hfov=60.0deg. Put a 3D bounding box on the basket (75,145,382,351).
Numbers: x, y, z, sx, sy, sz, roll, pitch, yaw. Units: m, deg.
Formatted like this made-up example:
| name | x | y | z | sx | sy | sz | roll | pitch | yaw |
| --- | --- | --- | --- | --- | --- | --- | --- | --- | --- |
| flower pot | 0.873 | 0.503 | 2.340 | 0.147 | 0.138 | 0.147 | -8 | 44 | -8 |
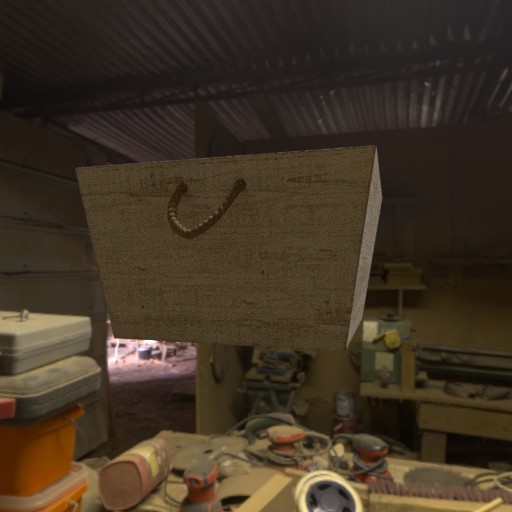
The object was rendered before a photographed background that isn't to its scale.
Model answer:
| name | x | y | z | sx | sy | sz | roll | pitch | yaw |
| --- | --- | --- | --- | --- | --- | --- | --- | --- | --- |
| basket | 0.000 | 0.000 | 0.765 | 0.413 | 0.247 | 0.545 | 0 | -1 | 17 |
